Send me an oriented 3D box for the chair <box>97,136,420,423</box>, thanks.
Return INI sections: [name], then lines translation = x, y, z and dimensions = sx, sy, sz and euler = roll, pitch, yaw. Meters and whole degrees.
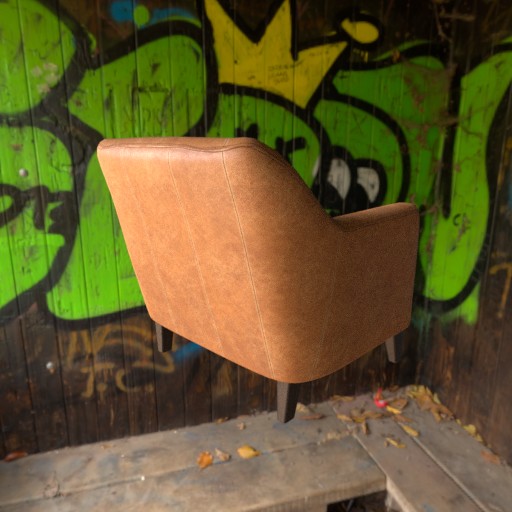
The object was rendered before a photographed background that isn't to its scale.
[chair]
translation = 0.000, 0.000, 1.897
dimensions = 1.037, 0.980, 1.034
euler = 14, 20, 43
